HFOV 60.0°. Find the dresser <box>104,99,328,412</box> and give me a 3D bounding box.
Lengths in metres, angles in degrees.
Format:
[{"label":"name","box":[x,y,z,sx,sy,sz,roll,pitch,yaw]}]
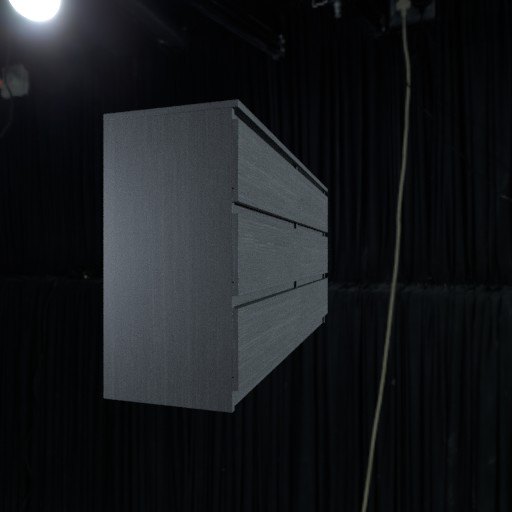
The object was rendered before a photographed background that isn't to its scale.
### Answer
[{"label":"dresser","box":[0.000,0.000,1.940,0.400,0.795,1.590,0,0,17]}]
